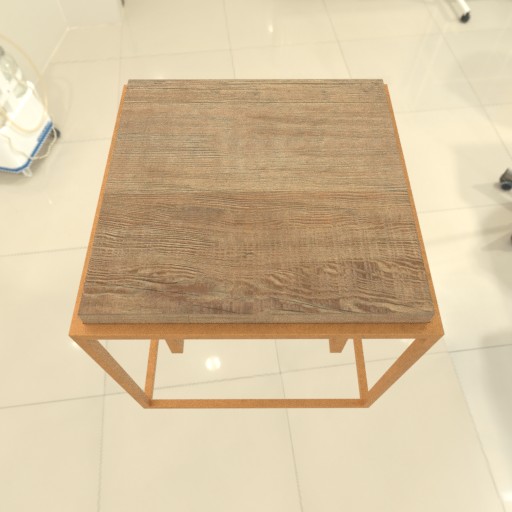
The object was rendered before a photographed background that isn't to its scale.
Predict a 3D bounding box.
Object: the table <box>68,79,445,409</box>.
[{"bbox_3d":[0.000,0.000,1.082,0.599,0.584,0.599,0,60,0],"label":"table"}]
